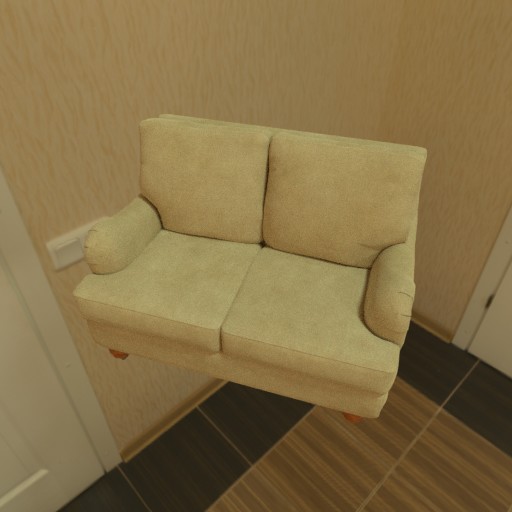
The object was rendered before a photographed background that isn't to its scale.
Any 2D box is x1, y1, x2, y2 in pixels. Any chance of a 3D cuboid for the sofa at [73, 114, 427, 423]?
[{"bbox_3d":[0.000,0.000,2.235,1.498,1.087,1.086,11,41,13],"label":"sofa"}]
